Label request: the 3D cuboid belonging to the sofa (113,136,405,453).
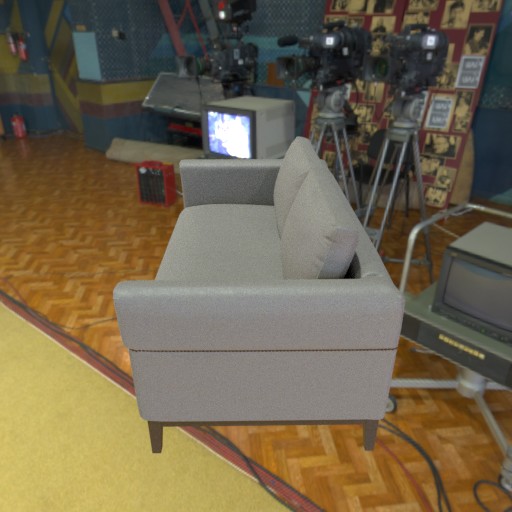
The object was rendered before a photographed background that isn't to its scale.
[{"bbox_3d":[0.000,0.000,2.144,0.899,0.873,1.598,0,27,-1],"label":"sofa"}]
